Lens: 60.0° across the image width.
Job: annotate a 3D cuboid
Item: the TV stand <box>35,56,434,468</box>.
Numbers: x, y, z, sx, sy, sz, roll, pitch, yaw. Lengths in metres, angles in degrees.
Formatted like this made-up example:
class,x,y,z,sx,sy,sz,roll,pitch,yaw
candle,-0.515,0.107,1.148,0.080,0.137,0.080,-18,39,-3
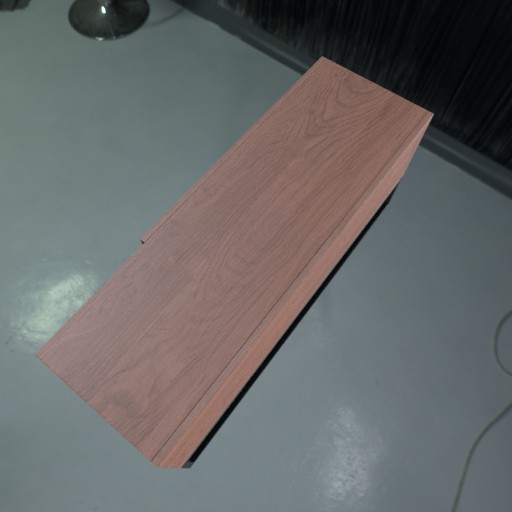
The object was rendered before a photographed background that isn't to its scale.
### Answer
class,x,y,z,sx,sy,sz,roll,pitch,yaw
TV stand,0.000,0.000,1.393,0.415,0.500,1.200,35,69,15
